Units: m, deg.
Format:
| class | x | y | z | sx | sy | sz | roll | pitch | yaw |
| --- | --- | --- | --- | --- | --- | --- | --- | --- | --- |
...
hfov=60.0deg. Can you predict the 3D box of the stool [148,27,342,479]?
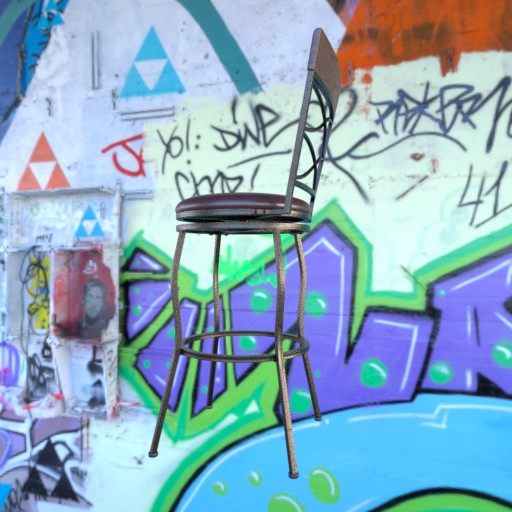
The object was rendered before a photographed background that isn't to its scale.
| class | x | y | z | sx | sy | sz | roll | pitch | yaw |
| --- | --- | --- | --- | --- | --- | --- | --- | --- | --- |
| stool | 0.000 | 0.000 | 1.375 | 0.513 | 1.130 | 0.448 | 0 | 0 | 17 |
